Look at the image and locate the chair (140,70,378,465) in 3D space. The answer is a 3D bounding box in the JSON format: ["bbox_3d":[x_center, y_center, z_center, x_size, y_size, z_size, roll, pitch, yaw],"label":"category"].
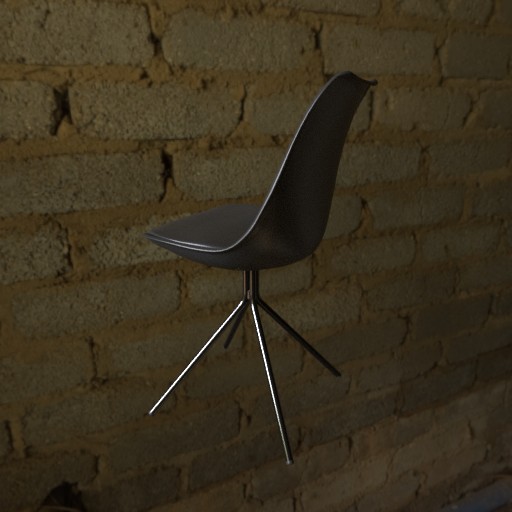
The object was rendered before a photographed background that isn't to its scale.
[{"bbox_3d":[0.000,0.000,1.142,0.525,0.850,0.461,9,20,25],"label":"chair"}]
